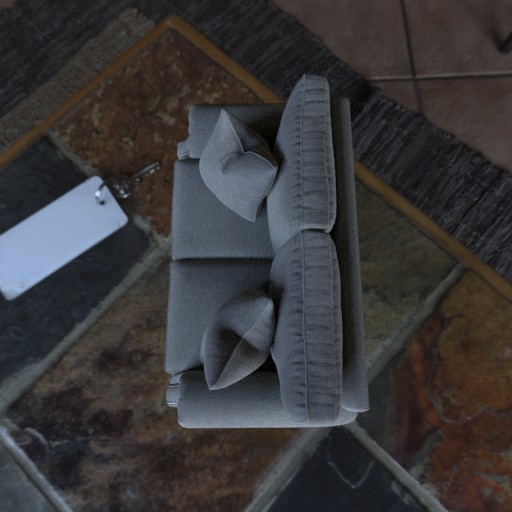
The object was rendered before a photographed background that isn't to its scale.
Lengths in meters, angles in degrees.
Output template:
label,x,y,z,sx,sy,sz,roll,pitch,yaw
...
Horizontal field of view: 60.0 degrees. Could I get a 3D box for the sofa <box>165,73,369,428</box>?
label,x,y,z,sx,sy,sz,roll,pitch,yaw
sofa,0.000,0.000,2.363,0.966,0.966,1.701,0,75,0
